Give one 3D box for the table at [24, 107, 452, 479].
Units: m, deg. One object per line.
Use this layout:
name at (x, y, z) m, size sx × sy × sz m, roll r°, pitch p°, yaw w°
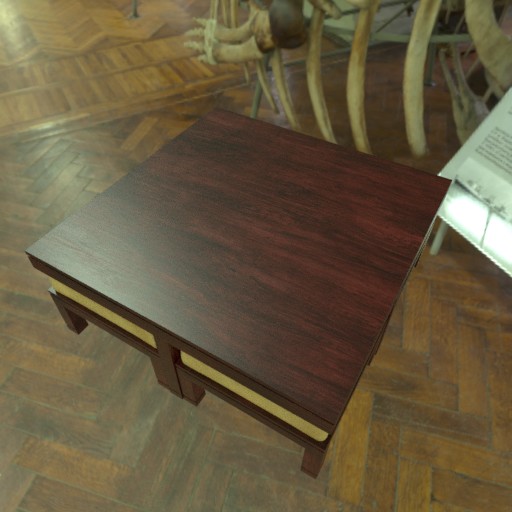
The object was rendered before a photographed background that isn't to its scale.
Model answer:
table at (0.000, 0.000, 1.366) m, size 0.865 × 0.356 × 0.865 m, roll 24°, pitch 51°, yaw 21°
